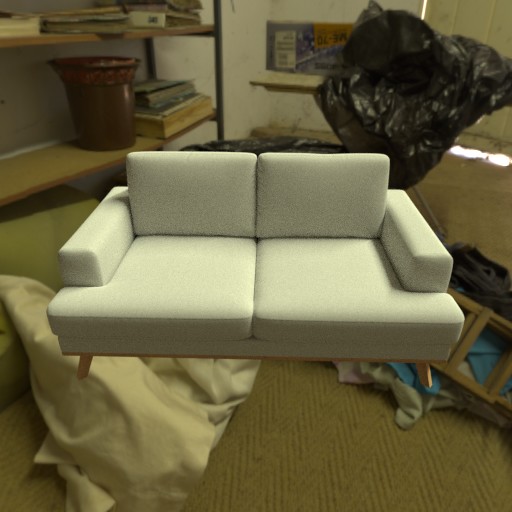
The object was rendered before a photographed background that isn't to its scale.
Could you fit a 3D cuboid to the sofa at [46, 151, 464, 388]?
[{"bbox_3d":[0.000,0.000,2.090,1.651,0.810,0.915,1,30,1],"label":"sofa"}]
